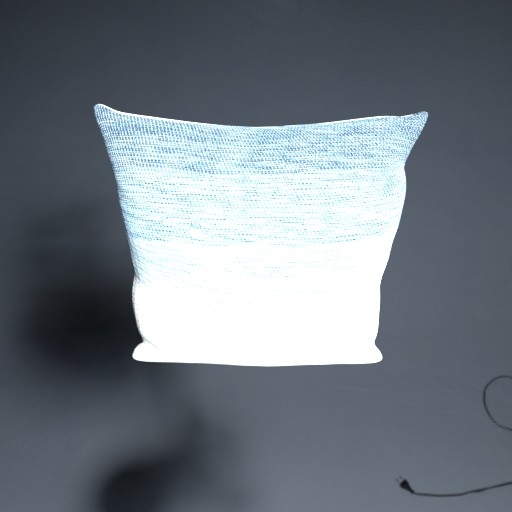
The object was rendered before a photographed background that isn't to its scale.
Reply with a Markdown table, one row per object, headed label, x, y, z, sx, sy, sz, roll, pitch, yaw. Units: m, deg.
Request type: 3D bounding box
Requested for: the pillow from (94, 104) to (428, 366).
| label | x | y | z | sx | sy | sz | roll | pitch | yaw |
| --- | --- | --- | --- | --- | --- | --- | --- | --- | --- |
| pillow | 0.000 | 0.000 | 0.672 | 0.440 | 0.441 | 0.182 | 1 | 30 | 1 |
